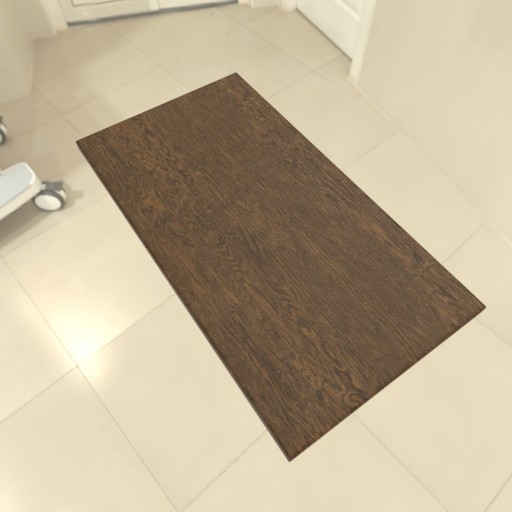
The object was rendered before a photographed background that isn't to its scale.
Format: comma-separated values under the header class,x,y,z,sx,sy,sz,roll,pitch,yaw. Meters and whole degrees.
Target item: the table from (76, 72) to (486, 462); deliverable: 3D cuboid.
class,x,y,z,sx,sy,sz,roll,pitch,yaw
table,0.000,0.000,2.542,1.078,0.795,1.989,-31,63,-18
